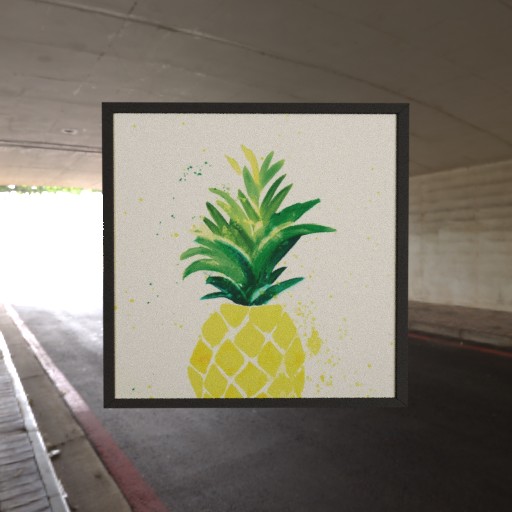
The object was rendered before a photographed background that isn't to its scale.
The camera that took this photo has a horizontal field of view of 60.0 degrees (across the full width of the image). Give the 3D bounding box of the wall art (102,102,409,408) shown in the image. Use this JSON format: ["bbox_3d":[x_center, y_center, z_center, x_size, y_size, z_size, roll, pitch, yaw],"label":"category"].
[{"bbox_3d":[0.000,0.000,1.122,0.762,0.760,0.037,0,1,-1],"label":"wall art"}]
